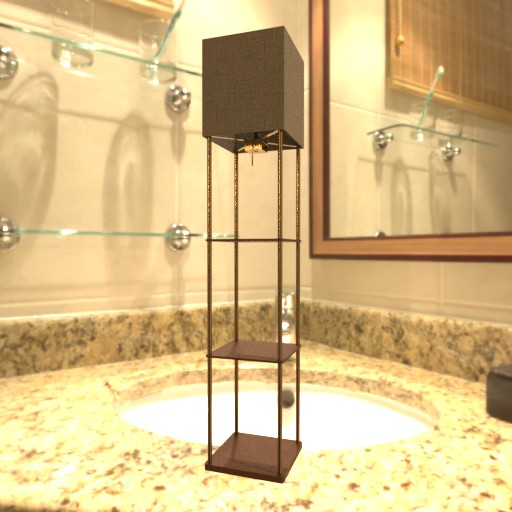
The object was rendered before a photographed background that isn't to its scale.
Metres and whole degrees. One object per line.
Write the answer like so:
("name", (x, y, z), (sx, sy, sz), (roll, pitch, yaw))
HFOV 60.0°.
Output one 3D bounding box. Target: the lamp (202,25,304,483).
("lamp", (0.000, 0.000, 1.711), (0.308, 1.569, 0.310), (0, 1, 19))
